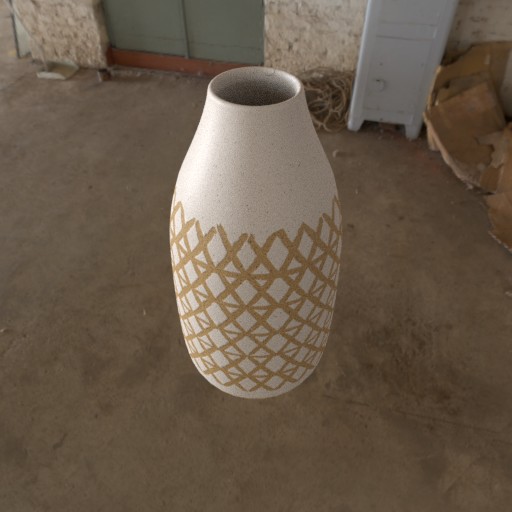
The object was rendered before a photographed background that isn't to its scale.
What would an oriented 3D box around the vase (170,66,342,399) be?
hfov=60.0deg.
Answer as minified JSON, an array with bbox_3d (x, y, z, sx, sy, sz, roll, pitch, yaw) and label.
[{"bbox_3d":[0.000,0.000,0.483,0.186,0.380,0.186,0,45,0],"label":"vase"}]
